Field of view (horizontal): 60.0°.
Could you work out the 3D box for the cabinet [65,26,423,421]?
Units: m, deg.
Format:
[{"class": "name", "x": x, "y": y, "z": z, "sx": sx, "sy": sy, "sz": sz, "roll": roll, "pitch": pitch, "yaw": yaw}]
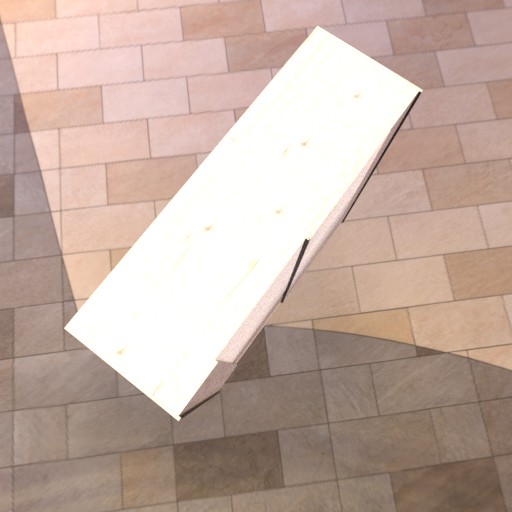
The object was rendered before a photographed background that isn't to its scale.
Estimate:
[{"class": "cabinet", "x": 0.000, "y": 0.000, "z": 3.192, "sx": 0.660, "sy": 2.180, "sz": 2.000, "roll": 36, "pitch": 79, "yaw": 8}]
